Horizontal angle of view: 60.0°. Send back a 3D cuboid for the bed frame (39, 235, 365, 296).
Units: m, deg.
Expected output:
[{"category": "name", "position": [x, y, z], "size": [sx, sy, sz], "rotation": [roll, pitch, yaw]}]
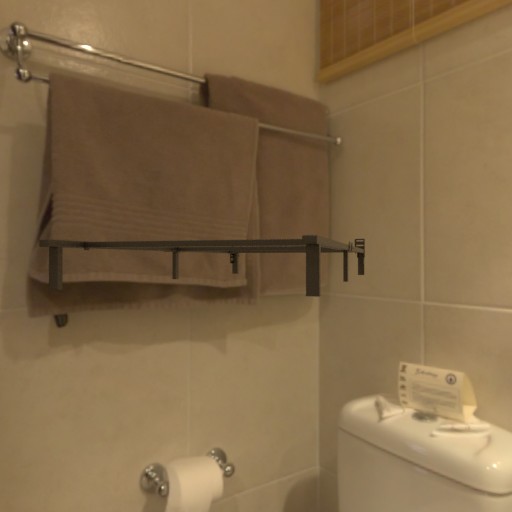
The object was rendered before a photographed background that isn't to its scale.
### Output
[{"category": "bed frame", "position": [0.000, 0.000, 2.274], "size": [0.968, 0.248, 1.897], "rotation": [0, 0, 18]}]
